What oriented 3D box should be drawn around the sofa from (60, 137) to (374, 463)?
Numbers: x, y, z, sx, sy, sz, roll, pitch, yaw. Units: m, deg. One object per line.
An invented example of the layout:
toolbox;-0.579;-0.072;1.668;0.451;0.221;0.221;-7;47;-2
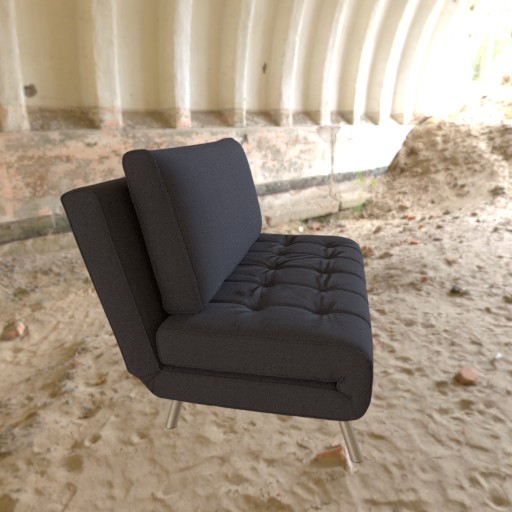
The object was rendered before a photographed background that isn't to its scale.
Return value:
sofa;0.000;0.000;1.825;0.910;0.910;1.220;3;17;11
